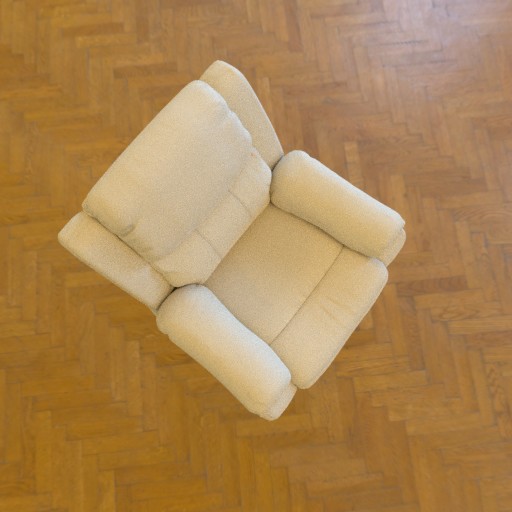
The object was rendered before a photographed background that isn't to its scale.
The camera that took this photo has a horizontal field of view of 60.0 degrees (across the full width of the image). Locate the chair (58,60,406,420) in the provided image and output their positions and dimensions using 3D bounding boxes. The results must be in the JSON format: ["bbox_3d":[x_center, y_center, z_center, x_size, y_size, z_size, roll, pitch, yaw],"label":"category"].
[{"bbox_3d":[0.000,0.000,1.263,0.709,0.702,0.680,37,80,8],"label":"chair"}]
